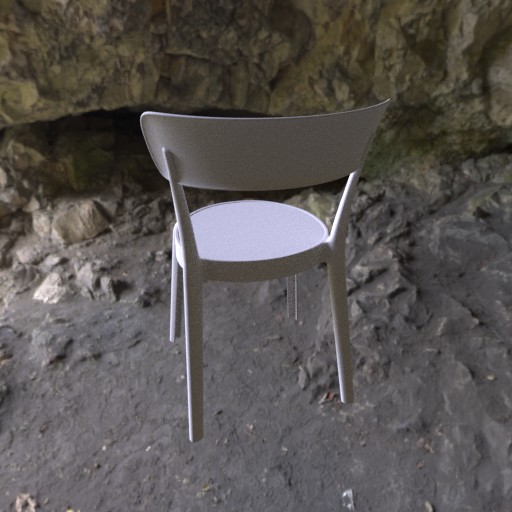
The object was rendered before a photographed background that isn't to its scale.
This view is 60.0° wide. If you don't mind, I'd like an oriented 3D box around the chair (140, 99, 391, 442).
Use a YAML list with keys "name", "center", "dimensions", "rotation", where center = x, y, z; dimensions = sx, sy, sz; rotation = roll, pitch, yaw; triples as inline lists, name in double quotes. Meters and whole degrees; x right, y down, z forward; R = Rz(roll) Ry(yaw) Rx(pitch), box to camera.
- name: "chair"
  center: [0.000, 0.000, 1.137]
  dimensions: [0.506, 0.790, 0.491]
  rotation: [-8, 29, -15]
